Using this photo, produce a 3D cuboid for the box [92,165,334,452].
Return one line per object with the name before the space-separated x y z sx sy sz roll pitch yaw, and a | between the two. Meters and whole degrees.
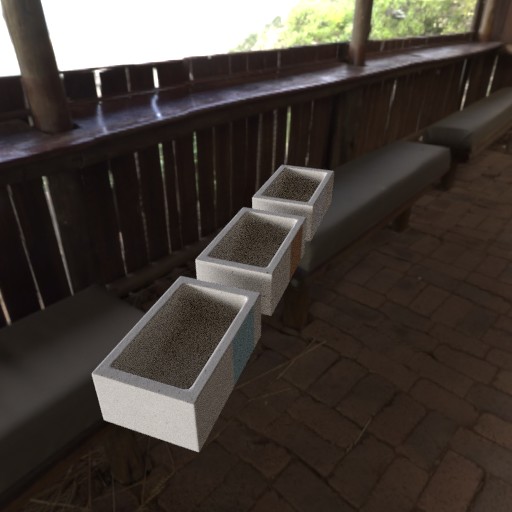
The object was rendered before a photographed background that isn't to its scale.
box | 0.000 0.000 0.501 0.082 0.051 0.461 11 33 17
